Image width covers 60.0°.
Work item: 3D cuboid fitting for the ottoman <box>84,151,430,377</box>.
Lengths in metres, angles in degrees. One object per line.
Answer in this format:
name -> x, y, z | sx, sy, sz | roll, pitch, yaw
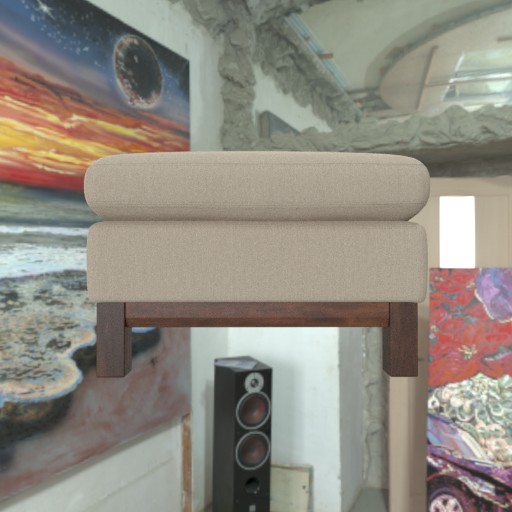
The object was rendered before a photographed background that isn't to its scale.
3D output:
ottoman -> 0.000, 0.000, 1.110 | 0.606, 0.420, 0.771 | 0, -1, 0
